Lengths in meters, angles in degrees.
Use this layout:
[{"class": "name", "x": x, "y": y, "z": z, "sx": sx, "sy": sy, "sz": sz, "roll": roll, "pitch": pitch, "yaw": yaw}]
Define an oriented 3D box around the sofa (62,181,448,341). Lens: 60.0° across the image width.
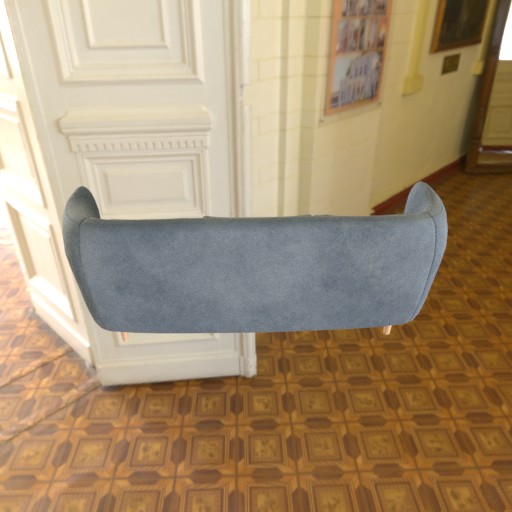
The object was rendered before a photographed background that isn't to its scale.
[{"class": "sofa", "x": 0.000, "y": 0.000, "z": 2.488, "sx": 2.095, "sy": 0.795, "sz": 0.849, "roll": -1, "pitch": 30, "yaw": -2}]
